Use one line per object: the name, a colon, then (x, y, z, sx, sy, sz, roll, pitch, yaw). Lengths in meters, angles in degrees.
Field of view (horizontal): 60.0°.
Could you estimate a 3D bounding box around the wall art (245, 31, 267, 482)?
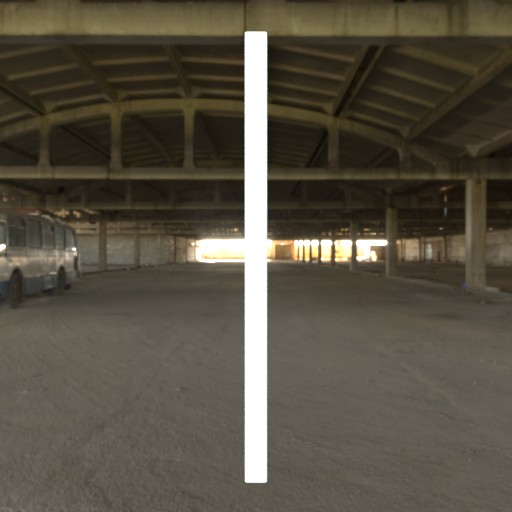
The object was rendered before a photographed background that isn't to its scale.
wall art: (0.000, 0.000, 1.120, 0.037, 0.757, 0.757, 0, 1, 0)
